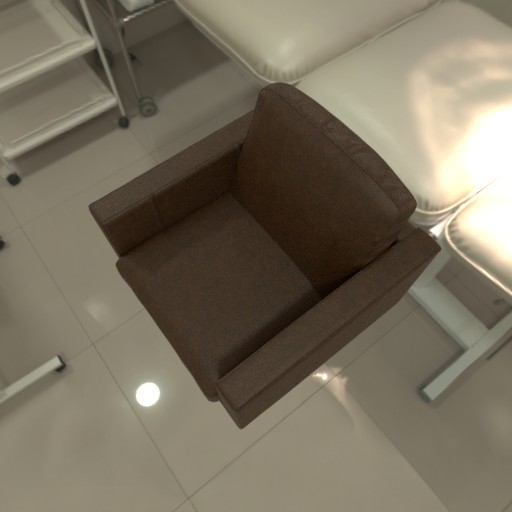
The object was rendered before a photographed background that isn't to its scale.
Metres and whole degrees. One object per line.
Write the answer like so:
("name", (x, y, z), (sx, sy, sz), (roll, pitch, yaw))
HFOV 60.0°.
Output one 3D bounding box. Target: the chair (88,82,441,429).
("chair", (0.000, 0.000, 1.711), (0.909, 0.956, 0.890), (-35, 69, -16))
